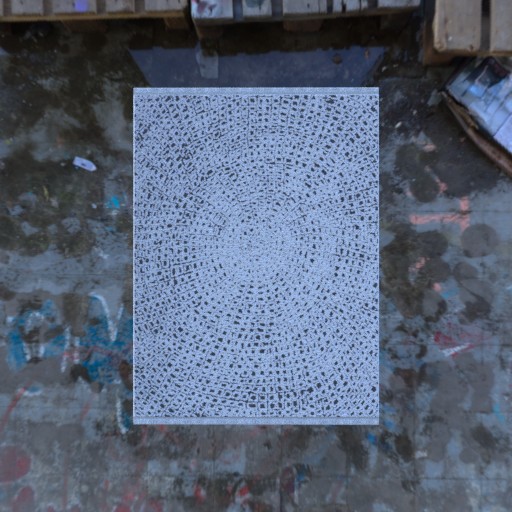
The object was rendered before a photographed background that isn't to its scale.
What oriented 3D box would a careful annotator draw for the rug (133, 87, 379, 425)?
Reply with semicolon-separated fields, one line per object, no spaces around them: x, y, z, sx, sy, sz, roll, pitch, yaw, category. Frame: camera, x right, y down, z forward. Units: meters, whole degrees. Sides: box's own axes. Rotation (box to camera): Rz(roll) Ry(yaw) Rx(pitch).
0.000;0.000;2.150;1.190;0.003;1.634;0;90;0;rug
